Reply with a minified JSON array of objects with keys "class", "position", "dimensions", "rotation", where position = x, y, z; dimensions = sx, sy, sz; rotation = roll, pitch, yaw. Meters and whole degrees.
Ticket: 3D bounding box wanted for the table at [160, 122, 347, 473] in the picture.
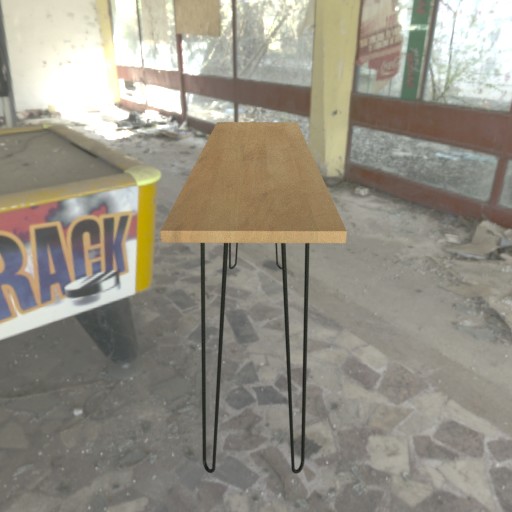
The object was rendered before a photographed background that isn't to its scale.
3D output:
[{"class":"table","position":[0.000,0.000,1.748],"dimensions":[0.399,0.799,1.400],"rotation":[0,26,0]}]
